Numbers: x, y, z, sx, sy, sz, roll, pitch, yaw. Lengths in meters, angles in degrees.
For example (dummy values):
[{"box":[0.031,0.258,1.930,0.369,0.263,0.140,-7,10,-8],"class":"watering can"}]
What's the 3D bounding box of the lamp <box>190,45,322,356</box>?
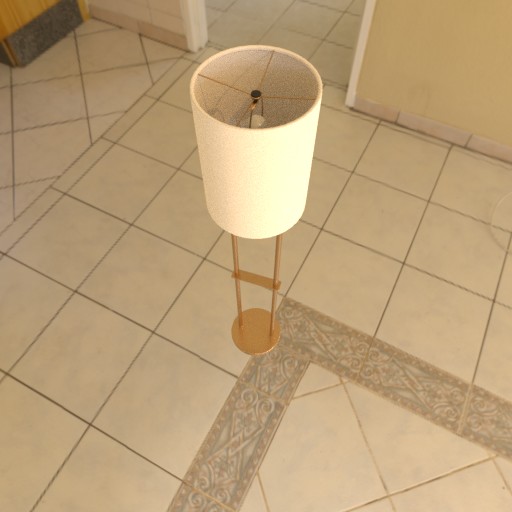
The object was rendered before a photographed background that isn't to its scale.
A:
[{"box":[0.000,0.000,1.657,0.306,1.500,0.305,15,60,9],"class":"lamp"}]
